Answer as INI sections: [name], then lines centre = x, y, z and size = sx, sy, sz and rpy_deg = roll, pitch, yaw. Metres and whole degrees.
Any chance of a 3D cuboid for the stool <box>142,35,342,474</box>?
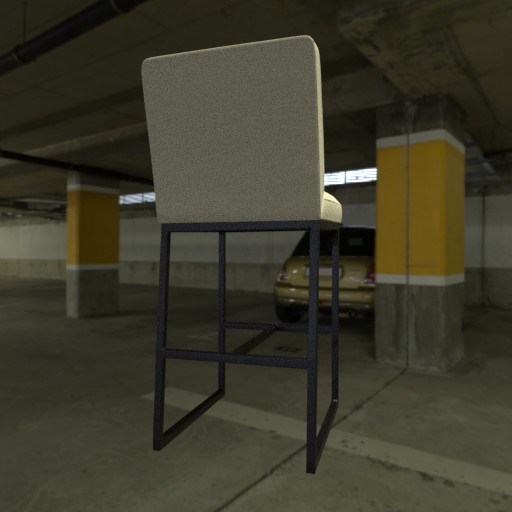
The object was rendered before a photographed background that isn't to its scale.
[stool]
centre = 0.000, 0.000, 1.341
size = 0.460, 1.040, 0.560
rpy_deg = 0, 1, 17
